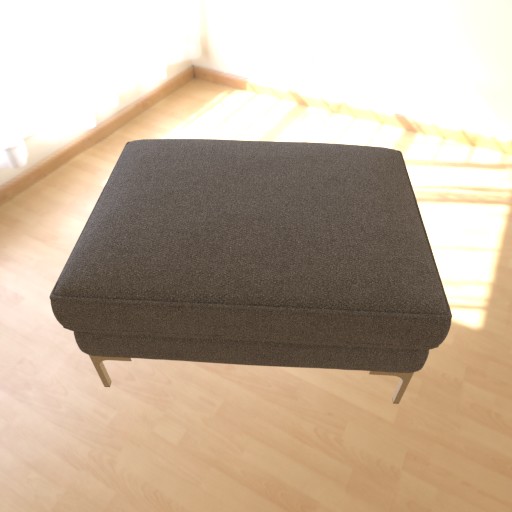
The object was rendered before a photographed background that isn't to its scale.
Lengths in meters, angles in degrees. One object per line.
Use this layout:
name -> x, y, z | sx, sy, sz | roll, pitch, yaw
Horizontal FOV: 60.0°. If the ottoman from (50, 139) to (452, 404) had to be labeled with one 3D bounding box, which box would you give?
ottoman -> 0.000, 0.000, 1.147 | 0.785, 0.464, 0.583 | 3, 45, 2
